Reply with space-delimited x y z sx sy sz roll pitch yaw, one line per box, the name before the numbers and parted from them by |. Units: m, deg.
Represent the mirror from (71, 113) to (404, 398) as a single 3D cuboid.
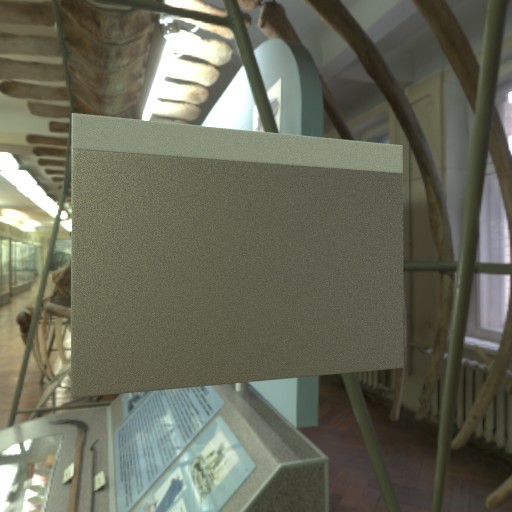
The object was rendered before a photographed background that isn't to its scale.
mirror | 0.000 0.000 1.131 0.870 0.630 0.030 0 -1 -19
